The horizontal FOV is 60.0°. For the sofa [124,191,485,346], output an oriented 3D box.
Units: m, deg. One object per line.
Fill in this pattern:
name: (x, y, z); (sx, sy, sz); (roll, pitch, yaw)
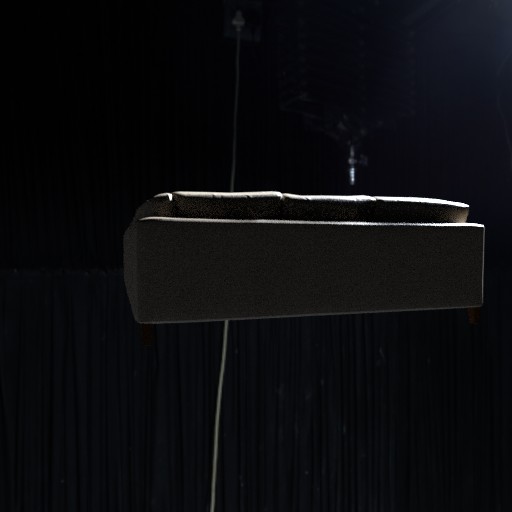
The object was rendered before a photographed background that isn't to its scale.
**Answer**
sofa: (0.000, 0.000, 4.589); (2.594, 0.961, 3.460); (0, 2, -18)
